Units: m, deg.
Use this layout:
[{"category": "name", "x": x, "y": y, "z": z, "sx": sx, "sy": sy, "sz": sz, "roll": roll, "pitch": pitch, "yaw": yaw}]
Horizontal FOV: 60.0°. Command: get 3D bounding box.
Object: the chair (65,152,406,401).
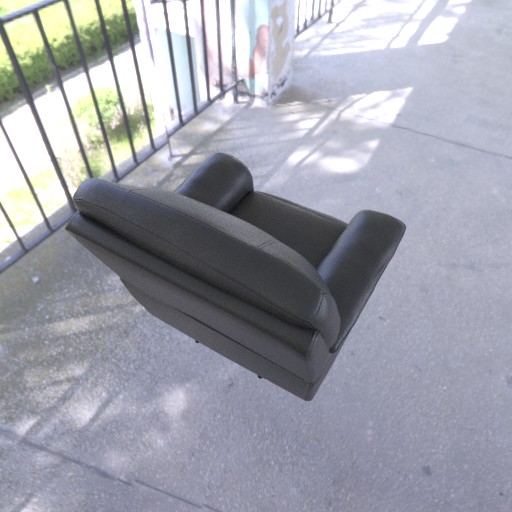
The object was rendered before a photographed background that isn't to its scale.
[{"category": "chair", "x": 0.000, "y": 0.000, "z": 2.036, "sx": 1.096, "sy": 1.109, "sz": 1.087, "roll": 25, "pitch": 53, "yaw": 20}]
